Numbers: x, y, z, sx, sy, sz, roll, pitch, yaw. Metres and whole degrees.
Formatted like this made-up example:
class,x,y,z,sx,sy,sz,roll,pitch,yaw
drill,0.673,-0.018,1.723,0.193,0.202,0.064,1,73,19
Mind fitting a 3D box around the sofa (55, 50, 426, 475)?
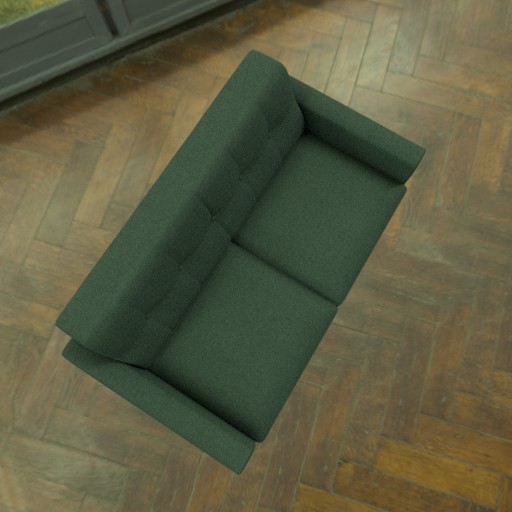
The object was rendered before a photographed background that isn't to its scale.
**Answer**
class,x,y,z,sx,sy,sz,roll,pitch,yaw
sofa,0.000,0.000,2.071,0.909,0.841,1.631,31,78,7
